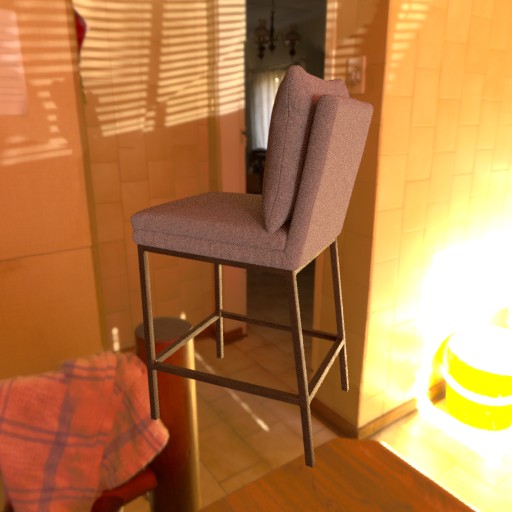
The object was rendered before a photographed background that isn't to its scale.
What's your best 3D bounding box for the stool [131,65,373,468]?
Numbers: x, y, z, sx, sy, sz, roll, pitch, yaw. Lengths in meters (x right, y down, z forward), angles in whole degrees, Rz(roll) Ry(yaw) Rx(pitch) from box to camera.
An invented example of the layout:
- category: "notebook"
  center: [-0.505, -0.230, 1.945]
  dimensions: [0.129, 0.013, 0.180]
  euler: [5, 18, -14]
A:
- category: "stool"
  center: [0.000, 0.000, 1.355]
  dimensions: [0.569, 1.031, 0.463]
  euler: [7, 18, 24]
